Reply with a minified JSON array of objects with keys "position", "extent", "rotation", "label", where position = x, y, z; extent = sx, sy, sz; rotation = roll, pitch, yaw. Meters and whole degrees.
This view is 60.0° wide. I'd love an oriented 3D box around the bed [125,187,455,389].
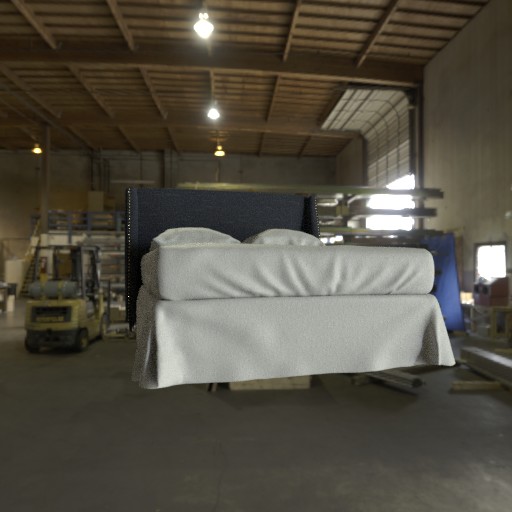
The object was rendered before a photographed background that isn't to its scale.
[{"position":[0.000,0.000,3.380],"extent":[1.925,1.332,2.276],"rotation":[0,-1,-16],"label":"bed"}]
